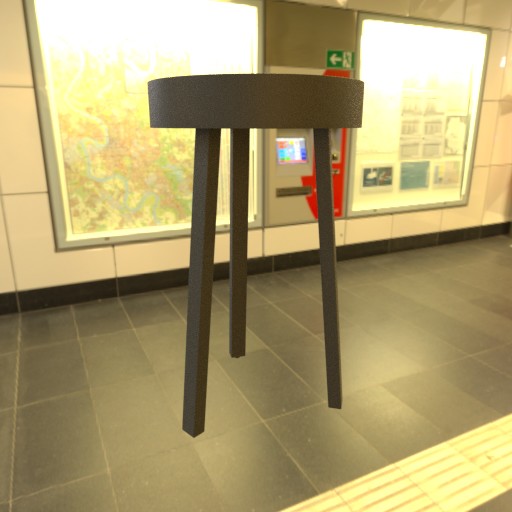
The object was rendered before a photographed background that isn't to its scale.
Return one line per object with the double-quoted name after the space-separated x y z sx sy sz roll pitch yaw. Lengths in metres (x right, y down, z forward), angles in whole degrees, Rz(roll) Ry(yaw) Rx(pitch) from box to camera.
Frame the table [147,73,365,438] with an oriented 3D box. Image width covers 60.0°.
0.000 0.000 0.949 0.406 0.686 0.406 16 23 42 "table"
